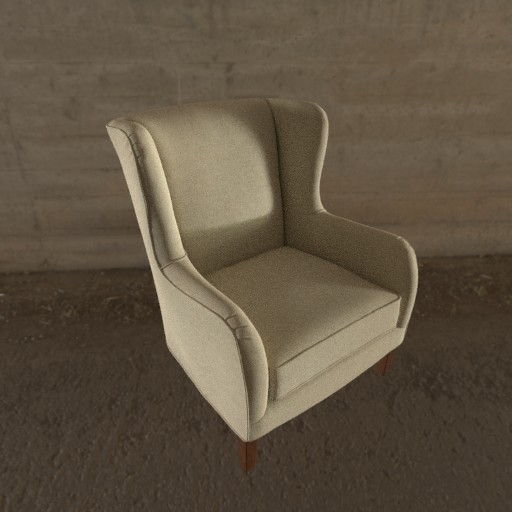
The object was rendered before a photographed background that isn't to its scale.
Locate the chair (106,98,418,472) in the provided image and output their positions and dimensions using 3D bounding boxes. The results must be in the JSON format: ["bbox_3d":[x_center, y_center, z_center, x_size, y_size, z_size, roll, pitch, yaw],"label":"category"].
[{"bbox_3d":[0.000,0.000,1.731,0.838,1.040,0.966,-21,35,-33],"label":"chair"}]
